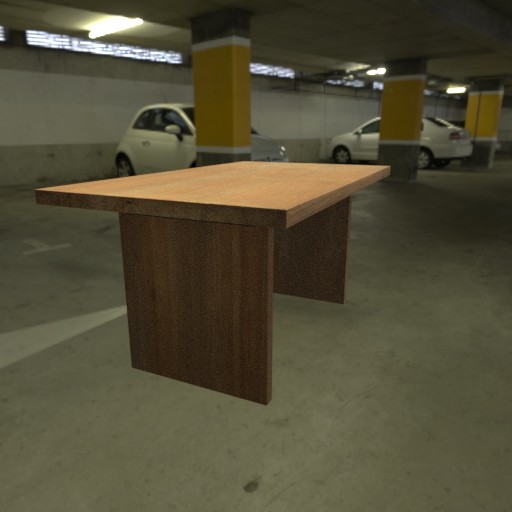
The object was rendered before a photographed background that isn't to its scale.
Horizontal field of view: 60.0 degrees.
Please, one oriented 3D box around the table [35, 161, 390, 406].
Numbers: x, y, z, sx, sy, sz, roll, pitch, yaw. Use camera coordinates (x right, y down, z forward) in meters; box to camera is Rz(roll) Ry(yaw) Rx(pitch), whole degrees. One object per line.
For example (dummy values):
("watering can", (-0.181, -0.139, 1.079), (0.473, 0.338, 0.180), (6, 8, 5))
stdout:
("table", (0.000, 0.000, 2.156), (0.946, 0.780, 1.609), (7, 18, 25))
